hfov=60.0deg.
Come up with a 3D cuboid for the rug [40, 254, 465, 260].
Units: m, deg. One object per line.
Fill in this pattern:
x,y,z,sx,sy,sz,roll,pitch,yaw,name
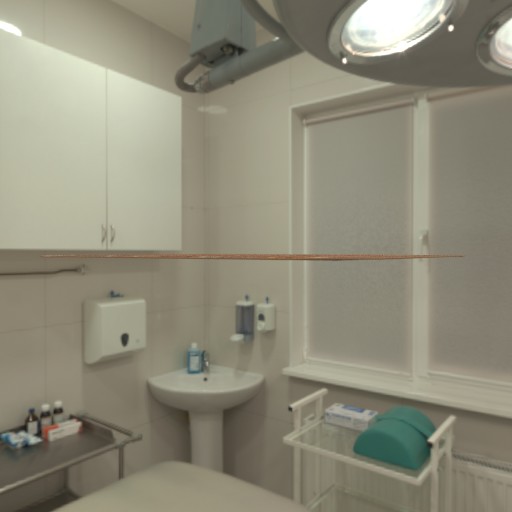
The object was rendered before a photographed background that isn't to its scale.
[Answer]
0.000,0.000,4.099,3.092,0.023,2.479,0,1,37,rug
